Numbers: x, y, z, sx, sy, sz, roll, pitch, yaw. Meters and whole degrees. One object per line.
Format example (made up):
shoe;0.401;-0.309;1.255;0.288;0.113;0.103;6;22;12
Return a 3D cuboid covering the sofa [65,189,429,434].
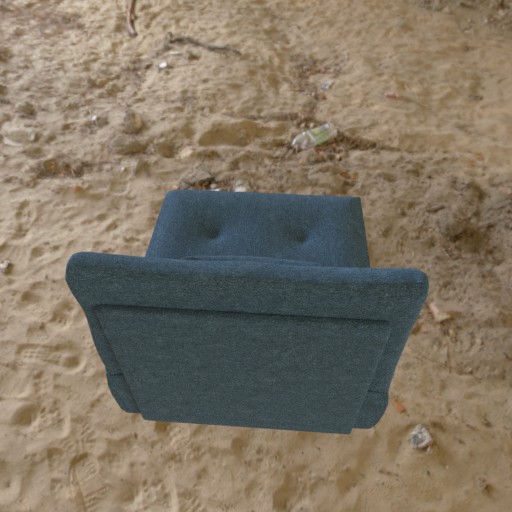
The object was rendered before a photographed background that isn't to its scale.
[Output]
sofa;0.000;0.000;1.667;0.930;0.820;1.000;3;47;3
